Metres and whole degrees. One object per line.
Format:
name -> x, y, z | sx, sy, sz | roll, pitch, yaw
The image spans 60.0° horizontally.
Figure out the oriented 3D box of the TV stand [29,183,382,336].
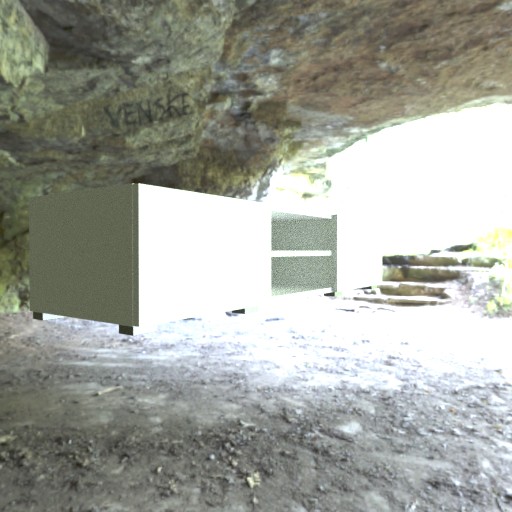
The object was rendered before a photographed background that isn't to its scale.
TV stand -> 0.000, 0.000, 1.576 | 0.420, 0.310, 1.400 | 1, 1, 35
